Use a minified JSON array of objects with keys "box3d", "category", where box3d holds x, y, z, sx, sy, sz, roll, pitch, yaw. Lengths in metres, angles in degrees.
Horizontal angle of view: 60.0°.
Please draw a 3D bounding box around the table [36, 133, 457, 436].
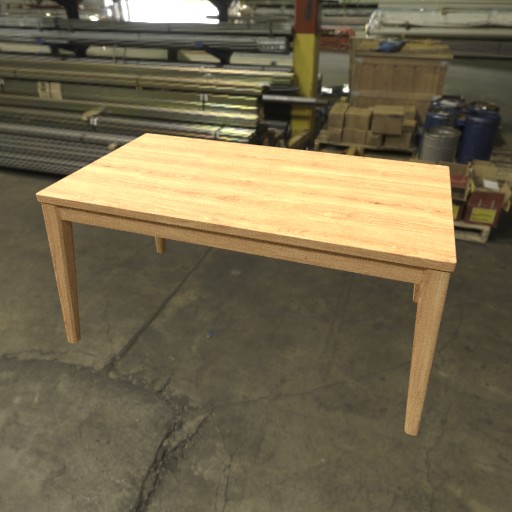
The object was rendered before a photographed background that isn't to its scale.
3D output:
[{"box3d":[0.000,0.000,2.058,1.600,0.760,0.900,10,34,16],"category":"table"}]
